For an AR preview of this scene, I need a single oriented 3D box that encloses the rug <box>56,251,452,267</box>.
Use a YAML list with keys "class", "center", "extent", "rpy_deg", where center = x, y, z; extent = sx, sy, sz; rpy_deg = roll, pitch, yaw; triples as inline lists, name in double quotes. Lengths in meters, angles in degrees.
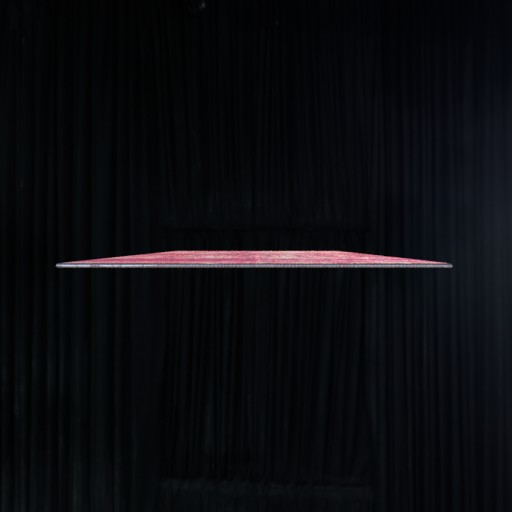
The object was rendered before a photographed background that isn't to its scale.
- class: "rug"
  center: [0.000, 0.000, 2.935]
  extent: [1.539, 0.018, 2.449]
  rpy_deg: [0, 2, 0]
